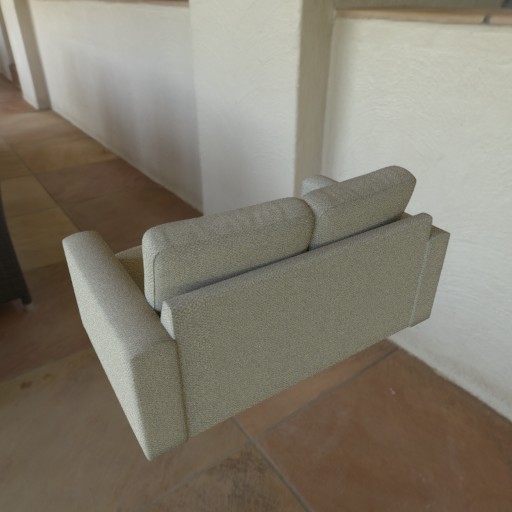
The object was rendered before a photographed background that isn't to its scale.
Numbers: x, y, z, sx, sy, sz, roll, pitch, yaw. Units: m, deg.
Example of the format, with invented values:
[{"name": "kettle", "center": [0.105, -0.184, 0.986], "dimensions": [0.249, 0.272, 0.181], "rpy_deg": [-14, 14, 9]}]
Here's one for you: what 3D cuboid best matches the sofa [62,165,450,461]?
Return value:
[{"name": "sofa", "center": [0.000, 0.000, 2.208], "dimensions": [1.616, 0.873, 1.016], "rpy_deg": [-18, 35, -28]}]
